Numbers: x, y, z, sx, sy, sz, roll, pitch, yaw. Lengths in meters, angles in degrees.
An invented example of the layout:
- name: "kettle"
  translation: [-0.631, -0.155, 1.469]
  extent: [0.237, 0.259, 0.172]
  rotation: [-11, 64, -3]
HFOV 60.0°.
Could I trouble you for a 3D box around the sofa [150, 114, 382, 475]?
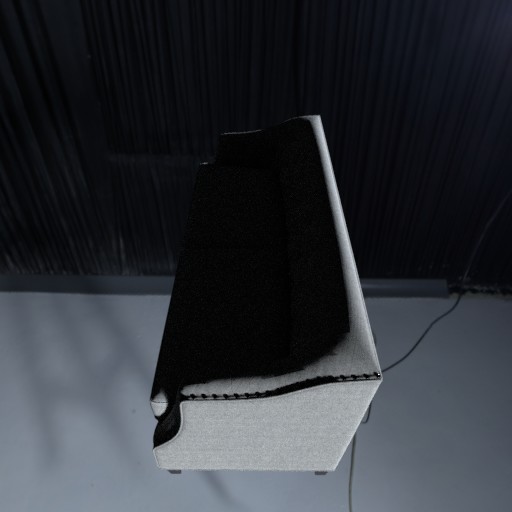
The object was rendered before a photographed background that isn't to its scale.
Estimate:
- name: "sofa"
  translation: [0.000, 0.000, 2.648]
  extent: [0.914, 0.901, 2.235]
  rotation: [0, 41, 0]
